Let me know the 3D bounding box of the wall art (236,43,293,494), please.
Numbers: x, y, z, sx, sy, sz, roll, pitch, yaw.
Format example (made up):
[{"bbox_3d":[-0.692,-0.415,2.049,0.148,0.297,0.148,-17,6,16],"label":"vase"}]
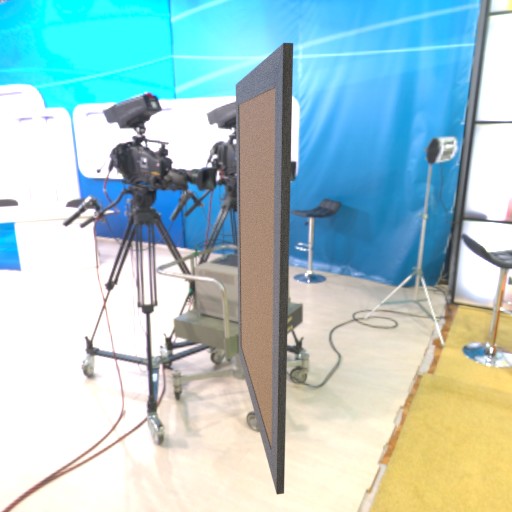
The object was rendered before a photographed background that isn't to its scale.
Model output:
[{"bbox_3d":[0.000,0.000,1.371,0.020,1.070,0.768,-3,16,-9],"label":"wall art"}]
